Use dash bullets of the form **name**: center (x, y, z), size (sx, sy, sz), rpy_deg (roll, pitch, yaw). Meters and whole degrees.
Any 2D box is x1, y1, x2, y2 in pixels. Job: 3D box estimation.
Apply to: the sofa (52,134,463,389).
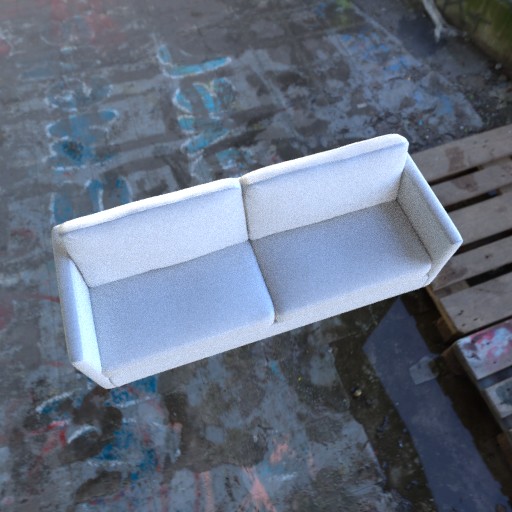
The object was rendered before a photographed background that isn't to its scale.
- **sofa**: center (0.000, 0.000, 2.989), size (2.434, 0.965, 0.948), rpy_deg (-16, 63, -9)
